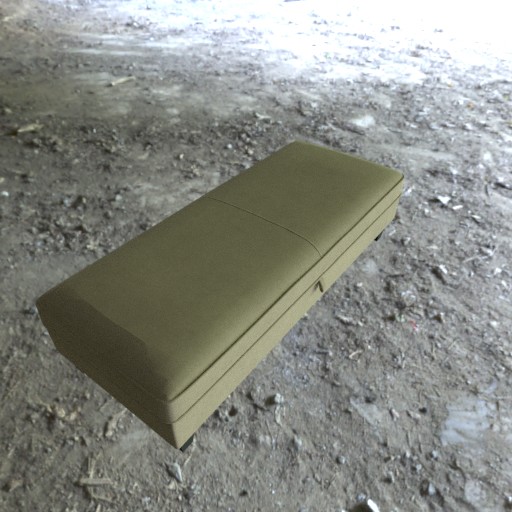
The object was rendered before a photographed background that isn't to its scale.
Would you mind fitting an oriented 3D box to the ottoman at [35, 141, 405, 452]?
[{"bbox_3d":[0.000,0.000,2.038,0.735,0.460,1.726,26,45,28],"label":"ottoman"}]
